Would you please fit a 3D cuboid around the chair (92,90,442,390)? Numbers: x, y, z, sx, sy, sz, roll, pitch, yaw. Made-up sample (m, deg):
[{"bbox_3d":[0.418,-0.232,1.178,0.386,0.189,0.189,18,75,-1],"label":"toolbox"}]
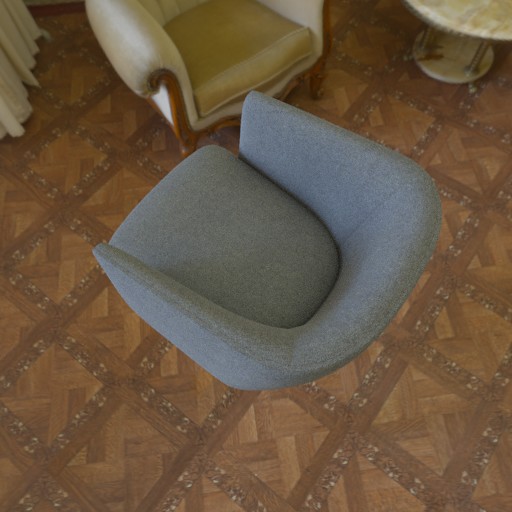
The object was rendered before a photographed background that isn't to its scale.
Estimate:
[{"bbox_3d":[0.000,0.000,1.607,0.986,0.861,0.822,33,68,15],"label":"chair"}]
